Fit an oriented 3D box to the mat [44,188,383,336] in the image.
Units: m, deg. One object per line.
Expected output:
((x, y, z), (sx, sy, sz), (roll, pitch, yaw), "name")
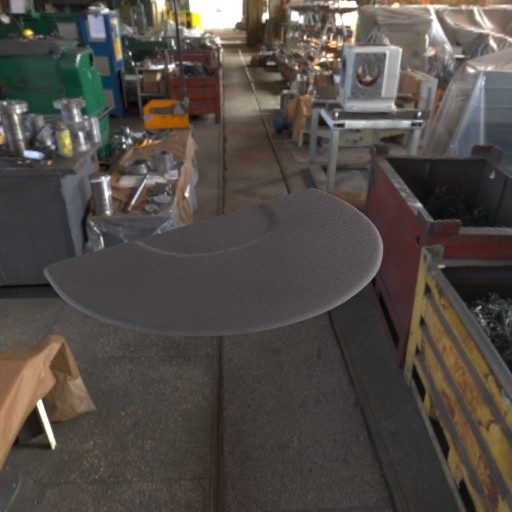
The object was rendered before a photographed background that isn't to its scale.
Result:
((0.000, 0.000, 1.896), (1.525, 0.022, 0.917), (-20, 35, -32), "mat")
